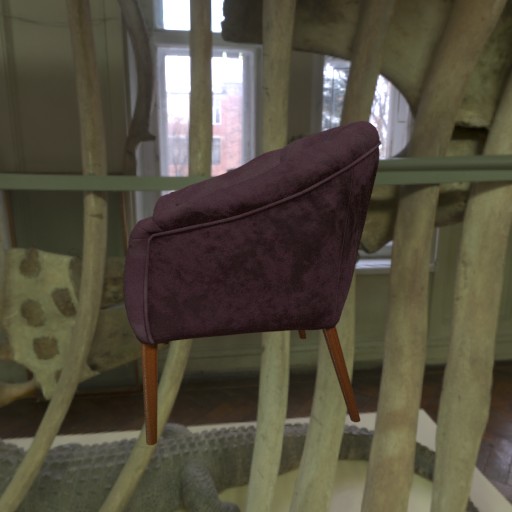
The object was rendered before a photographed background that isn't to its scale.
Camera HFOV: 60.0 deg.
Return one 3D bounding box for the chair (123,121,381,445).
[{"bbox_3d":[0.000,0.000,1.511,0.776,0.885,0.851,-2,12,-8],"label":"chair"}]
